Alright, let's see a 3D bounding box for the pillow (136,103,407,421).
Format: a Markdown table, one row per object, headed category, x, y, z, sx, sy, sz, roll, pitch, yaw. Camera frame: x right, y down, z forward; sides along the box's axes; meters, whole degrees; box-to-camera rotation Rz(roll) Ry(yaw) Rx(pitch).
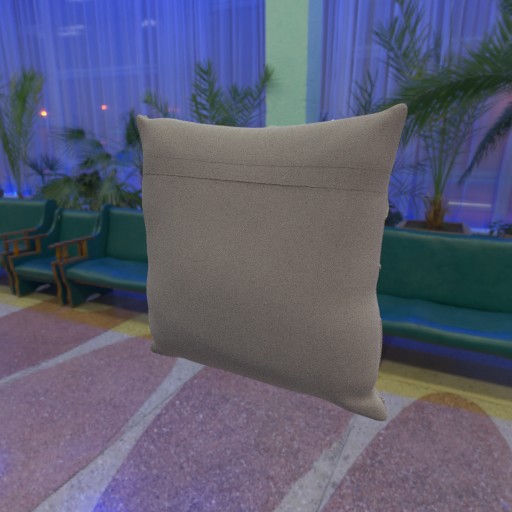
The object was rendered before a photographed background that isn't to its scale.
| category | x | y | z | sx | sy | sz | roll | pitch | yaw |
| --- | --- | --- | --- | --- | --- | --- | --- | --- | --- |
| pillow | 0.000 | 0.000 | 0.691 | 0.439 | 0.440 | 0.185 | 8 | 18 | 26 |
